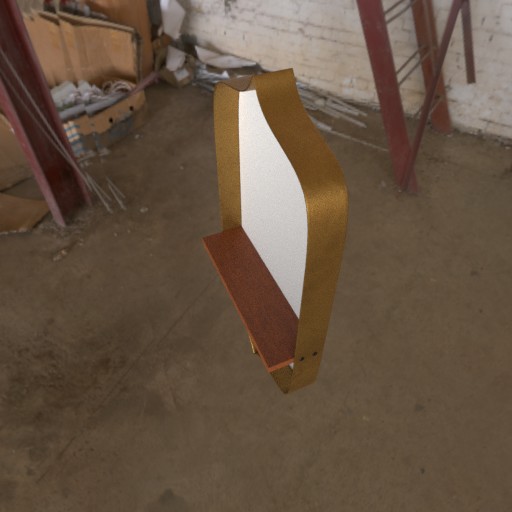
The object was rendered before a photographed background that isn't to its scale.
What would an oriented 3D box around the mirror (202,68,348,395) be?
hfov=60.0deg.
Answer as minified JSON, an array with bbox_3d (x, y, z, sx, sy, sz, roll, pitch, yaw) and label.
[{"bbox_3d":[0.000,0.000,0.738,0.096,0.613,0.323,-18,49,-16],"label":"mirror"}]
